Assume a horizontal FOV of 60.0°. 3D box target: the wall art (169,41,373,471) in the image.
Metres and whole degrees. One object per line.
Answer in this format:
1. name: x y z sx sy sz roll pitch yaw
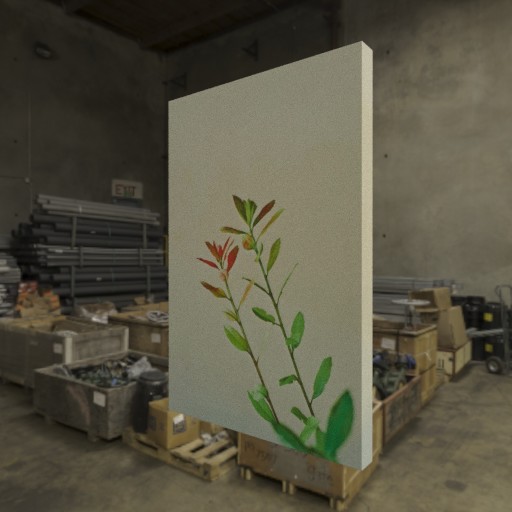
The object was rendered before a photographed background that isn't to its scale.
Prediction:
1. wall art: 0.000 0.000 0.768 0.408 0.611 0.038 0 0 38
